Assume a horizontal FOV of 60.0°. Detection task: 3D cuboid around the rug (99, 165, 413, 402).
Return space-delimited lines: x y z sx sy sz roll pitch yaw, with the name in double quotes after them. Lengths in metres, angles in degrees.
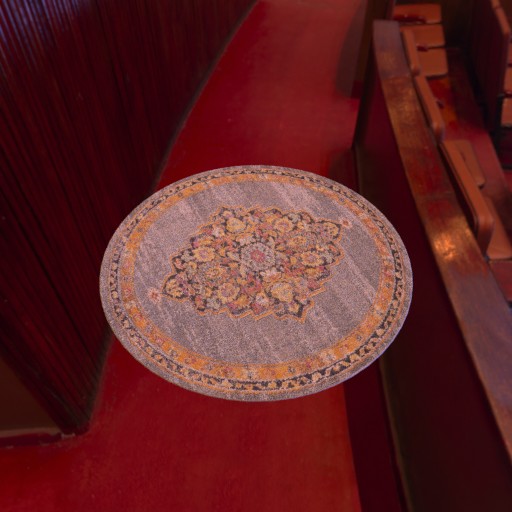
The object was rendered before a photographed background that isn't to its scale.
0.000 0.000 3.467 2.382 0.014 2.382 0 47 0 "rug"
